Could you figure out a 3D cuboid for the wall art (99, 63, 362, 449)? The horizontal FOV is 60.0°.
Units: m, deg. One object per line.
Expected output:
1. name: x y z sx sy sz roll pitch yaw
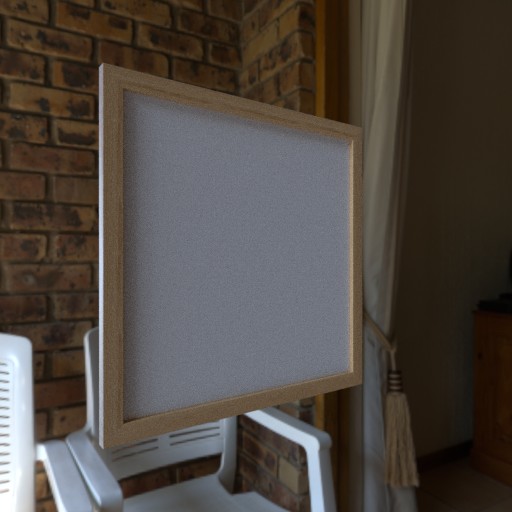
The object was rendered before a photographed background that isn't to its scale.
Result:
1. wall art: 0.000 0.000 1.107 0.762 0.762 0.027 0 0 -36
